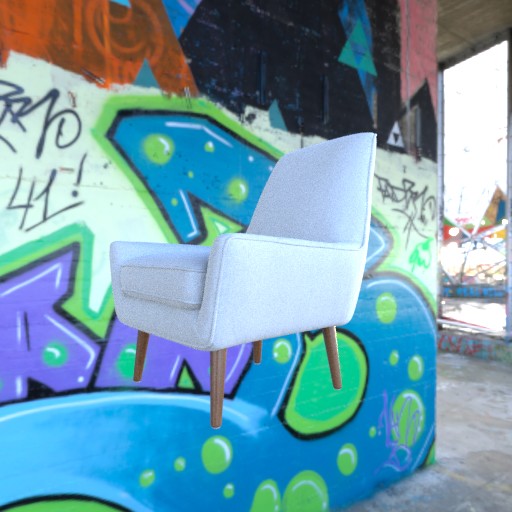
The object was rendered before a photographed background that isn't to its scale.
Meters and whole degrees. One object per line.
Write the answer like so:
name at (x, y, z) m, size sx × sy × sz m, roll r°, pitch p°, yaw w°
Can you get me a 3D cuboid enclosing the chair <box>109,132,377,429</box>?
chair at (0.000, 0.000, 1.549) m, size 0.822 × 0.888 × 0.787 m, roll 0°, pitch 0°, yaw -37°
